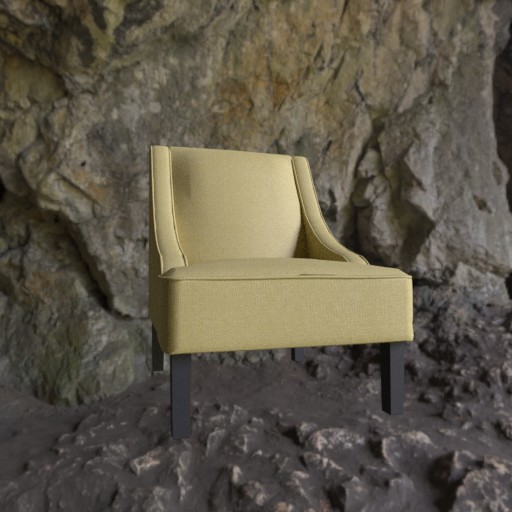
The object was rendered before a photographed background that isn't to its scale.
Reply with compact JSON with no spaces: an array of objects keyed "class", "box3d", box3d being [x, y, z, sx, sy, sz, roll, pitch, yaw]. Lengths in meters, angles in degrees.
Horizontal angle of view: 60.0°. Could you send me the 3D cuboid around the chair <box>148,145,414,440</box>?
[{"class":"chair","box3d":[0.000,0.000,1.515,0.696,0.896,0.814,0,-1,-17]}]
